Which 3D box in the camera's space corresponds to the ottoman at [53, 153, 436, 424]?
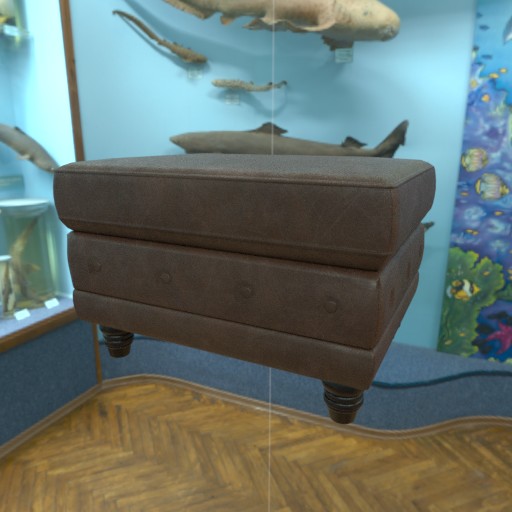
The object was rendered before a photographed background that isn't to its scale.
[{"bbox_3d":[0.000,0.000,1.161,0.795,0.509,0.588,8,17,26],"label":"ottoman"}]
